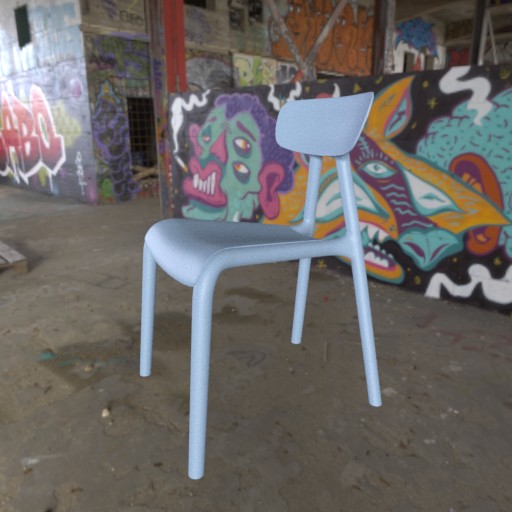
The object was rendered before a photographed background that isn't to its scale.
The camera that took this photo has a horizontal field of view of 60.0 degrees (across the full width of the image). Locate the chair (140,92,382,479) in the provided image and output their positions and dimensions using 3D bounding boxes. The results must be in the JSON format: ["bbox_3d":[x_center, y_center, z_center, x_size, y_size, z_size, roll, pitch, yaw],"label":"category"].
[{"bbox_3d":[0.000,0.000,0.838,0.401,0.580,0.356,-8,17,-26],"label":"chair"}]
